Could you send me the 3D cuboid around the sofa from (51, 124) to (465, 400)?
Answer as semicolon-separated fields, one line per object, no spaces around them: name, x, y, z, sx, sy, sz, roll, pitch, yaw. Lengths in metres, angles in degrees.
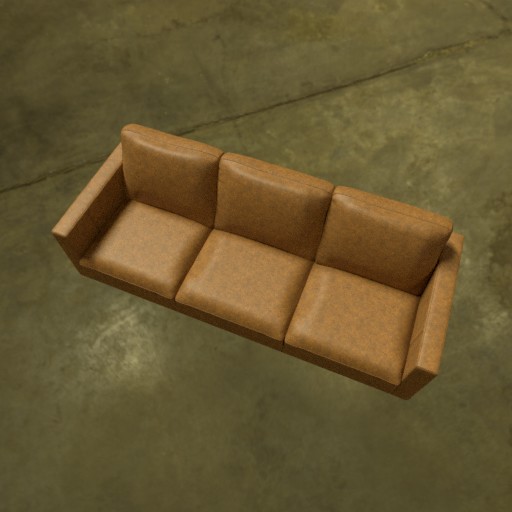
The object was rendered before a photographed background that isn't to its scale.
sofa;0.000;0.000;2.731;2.231;0.930;0.903;19;60;11
